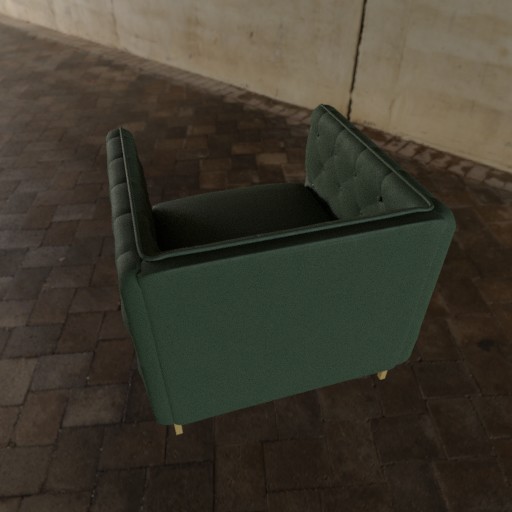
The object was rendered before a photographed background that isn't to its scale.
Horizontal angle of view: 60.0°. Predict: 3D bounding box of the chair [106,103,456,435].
[{"bbox_3d":[0.000,0.000,1.596,0.917,0.768,0.855,-11,41,-13],"label":"chair"}]
